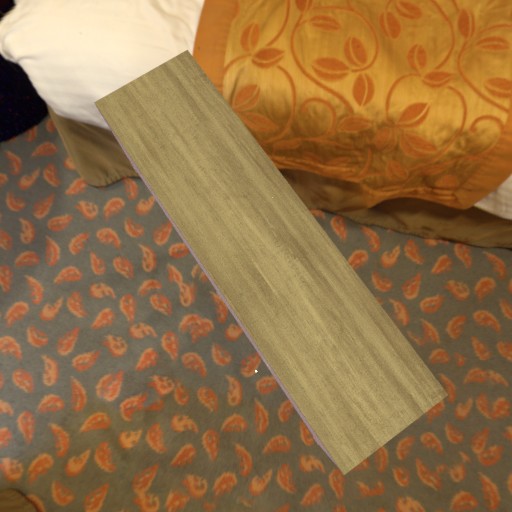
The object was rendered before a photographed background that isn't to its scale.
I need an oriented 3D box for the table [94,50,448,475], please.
[{"bbox_3d":[0.000,0.000,1.737,0.400,0.530,1.500,-33,78,-8],"label":"table"}]
